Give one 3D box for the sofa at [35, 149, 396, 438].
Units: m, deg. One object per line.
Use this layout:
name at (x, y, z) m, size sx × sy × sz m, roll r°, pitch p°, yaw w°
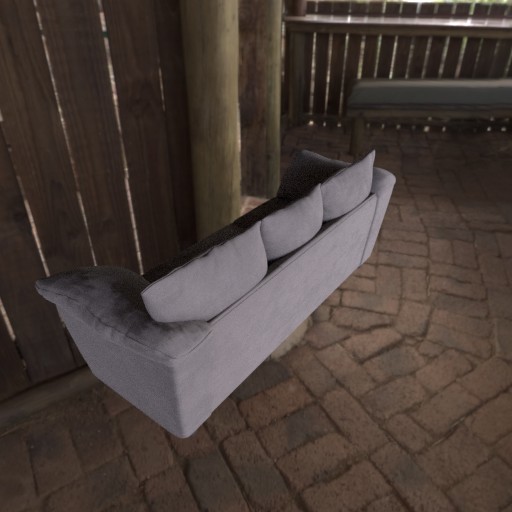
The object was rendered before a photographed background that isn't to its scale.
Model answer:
sofa at (0.000, 0.000, 2.807) m, size 0.893 × 0.981 × 2.377 m, roll 22°, pitch 38°, yaw 31°
